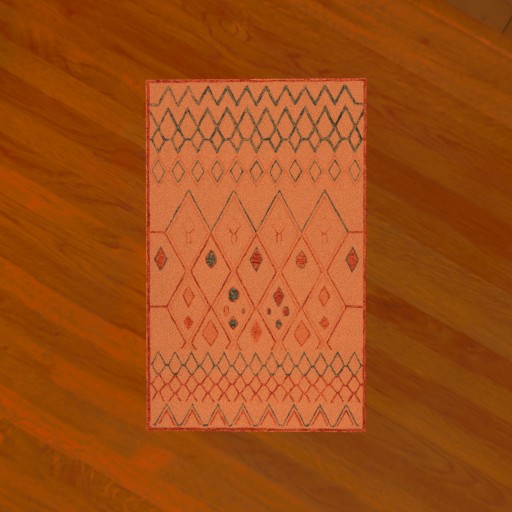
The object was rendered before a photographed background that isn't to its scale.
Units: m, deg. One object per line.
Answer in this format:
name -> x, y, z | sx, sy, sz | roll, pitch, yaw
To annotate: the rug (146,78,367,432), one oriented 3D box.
rug -> 0.000, 0.000, 3.071 | 1.524, 0.015, 2.438 | 0, 91, 1
